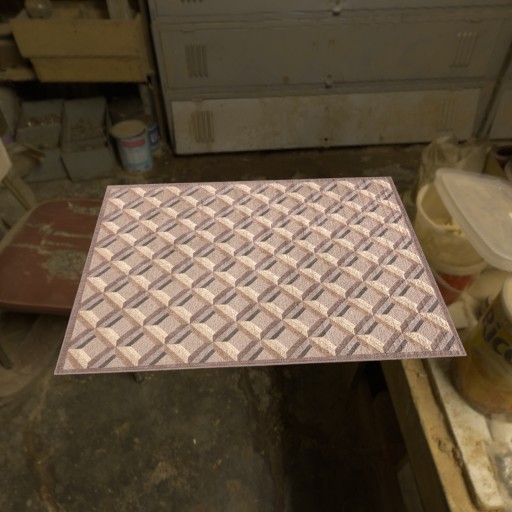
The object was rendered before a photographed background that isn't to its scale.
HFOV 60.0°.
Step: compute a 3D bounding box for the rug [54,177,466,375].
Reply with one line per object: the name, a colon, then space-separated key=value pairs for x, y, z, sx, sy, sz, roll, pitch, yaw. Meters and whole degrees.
rug: x=0.000 y=0.000 z=4.334 sx=3.294 sy=0.018 sz=2.382 roll=-2 pitch=47 yaw=-2
